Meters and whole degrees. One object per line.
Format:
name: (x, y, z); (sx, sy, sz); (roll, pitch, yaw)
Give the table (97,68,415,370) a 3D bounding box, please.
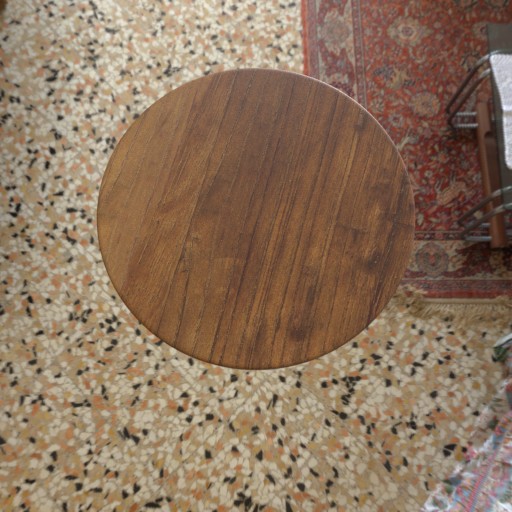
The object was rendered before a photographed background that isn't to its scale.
table: (0.000, 0.000, 0.805); (0.400, 0.520, 0.400); (0, 76, 0)
